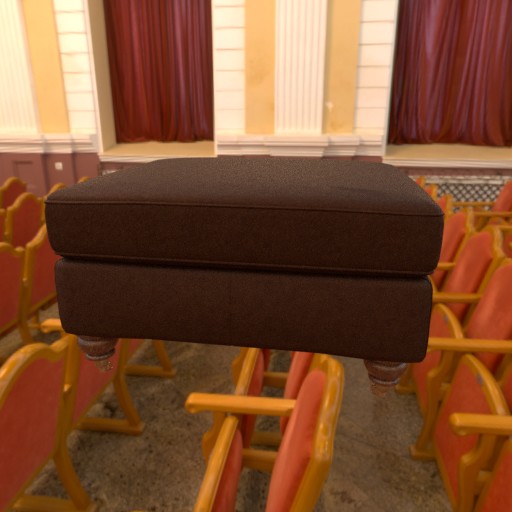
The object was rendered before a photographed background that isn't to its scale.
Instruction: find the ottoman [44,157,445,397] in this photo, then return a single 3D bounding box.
[{"bbox_3d":[0.000,0.000,1.794,1.187,0.730,0.967,3,18,9],"label":"ottoman"}]
